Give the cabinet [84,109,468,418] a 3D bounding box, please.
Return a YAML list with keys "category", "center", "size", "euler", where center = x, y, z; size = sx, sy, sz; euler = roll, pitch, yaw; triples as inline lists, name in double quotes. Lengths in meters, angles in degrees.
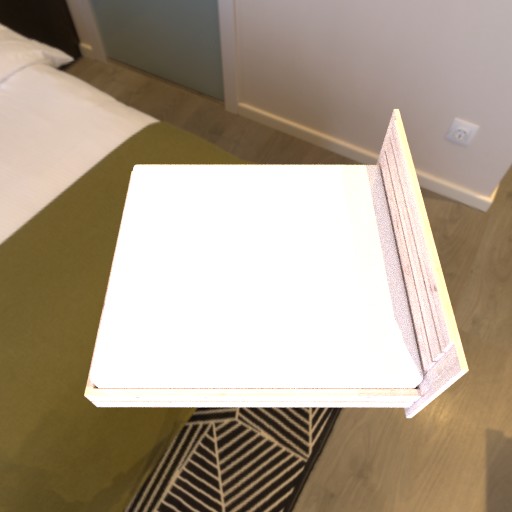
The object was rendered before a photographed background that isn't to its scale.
- category: "cabinet"
  center: [0.000, 0.000, 3.092]
  size: [2.080, 0.970, 1.950]
  euler: [0, 57, 0]
